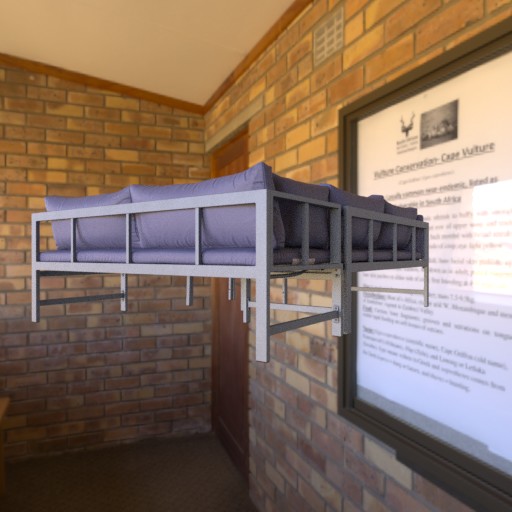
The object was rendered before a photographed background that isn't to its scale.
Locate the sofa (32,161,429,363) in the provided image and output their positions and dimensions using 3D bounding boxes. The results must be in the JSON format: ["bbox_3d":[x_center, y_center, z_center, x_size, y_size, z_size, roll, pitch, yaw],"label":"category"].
[{"bbox_3d":[0.000,0.000,2.951,1.658,0.762,2.149,0,0,36],"label":"sofa"}]
